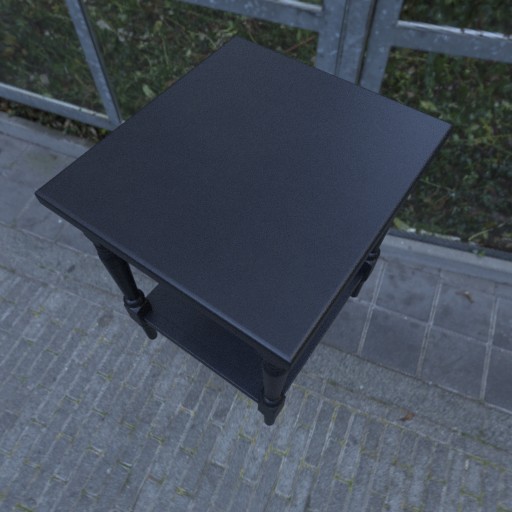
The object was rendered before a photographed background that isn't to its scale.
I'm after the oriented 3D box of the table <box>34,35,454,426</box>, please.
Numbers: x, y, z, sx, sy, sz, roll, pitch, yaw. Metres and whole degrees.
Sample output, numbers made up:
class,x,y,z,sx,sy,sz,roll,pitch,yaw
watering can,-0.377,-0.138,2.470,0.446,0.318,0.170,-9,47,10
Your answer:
class,x,y,z,sx,sy,sz,roll,pitch,yaw
table,0.000,0.000,0.912,0.442,0.565,0.488,31,62,18
